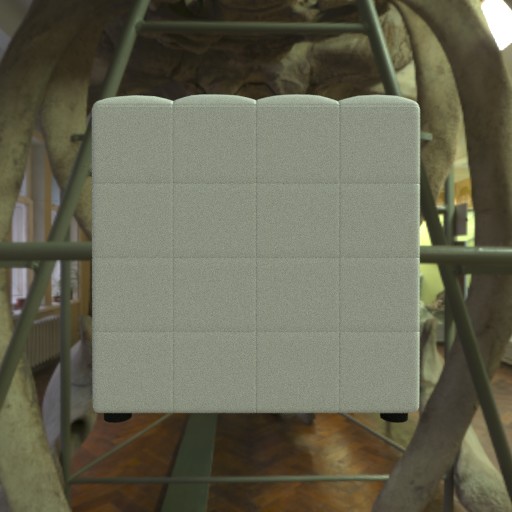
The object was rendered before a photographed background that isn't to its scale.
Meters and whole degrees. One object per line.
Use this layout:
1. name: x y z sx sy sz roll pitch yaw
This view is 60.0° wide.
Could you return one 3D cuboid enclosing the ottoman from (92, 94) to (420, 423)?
1. ottoman: 0.000 0.000 0.780 0.425 0.432 0.425 0 0 0
